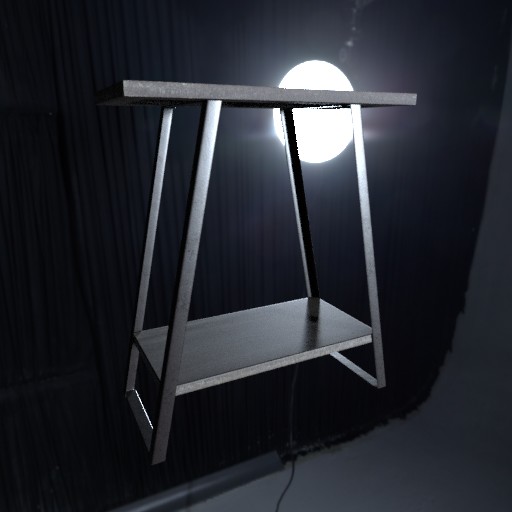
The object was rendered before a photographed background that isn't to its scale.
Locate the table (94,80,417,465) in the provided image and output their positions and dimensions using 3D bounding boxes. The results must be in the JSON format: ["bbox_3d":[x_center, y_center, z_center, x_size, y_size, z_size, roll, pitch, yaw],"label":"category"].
[{"bbox_3d":[0.000,0.000,1.014,0.599,0.701,0.300,-8,18,-26],"label":"table"}]
